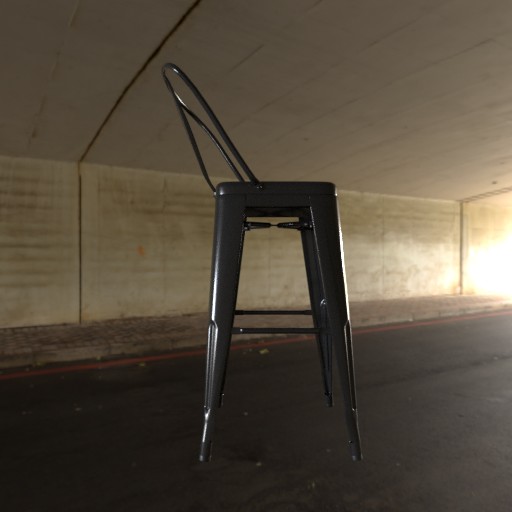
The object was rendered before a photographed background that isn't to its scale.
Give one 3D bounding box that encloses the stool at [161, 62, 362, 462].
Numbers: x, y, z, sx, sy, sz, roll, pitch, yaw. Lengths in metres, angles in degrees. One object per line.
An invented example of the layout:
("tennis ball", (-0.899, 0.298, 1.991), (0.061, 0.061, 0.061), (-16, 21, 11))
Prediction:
("stool", (0.000, 0.000, 1.304), (0.528, 1.022, 0.432), (0, 0, 0))
